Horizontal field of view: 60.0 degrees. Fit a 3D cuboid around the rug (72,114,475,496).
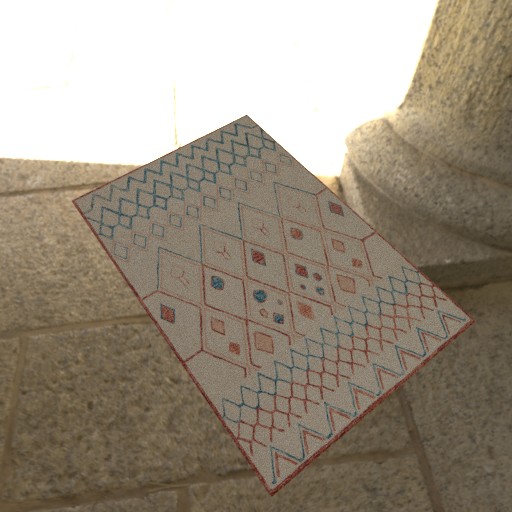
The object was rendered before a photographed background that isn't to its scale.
[{"bbox_3d":[0.000,0.000,2.288,1.219,0.016,1.829,-32,63,-19],"label":"rug"}]
